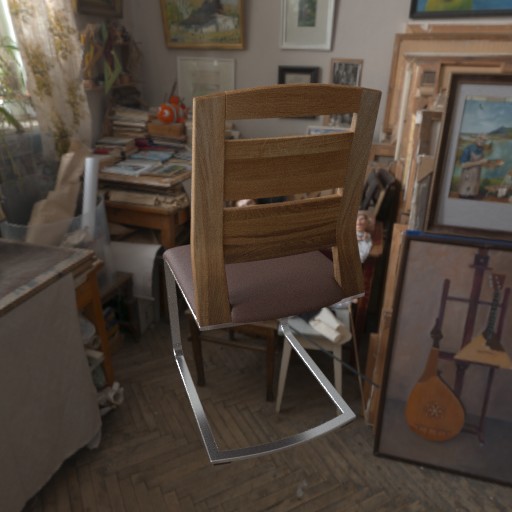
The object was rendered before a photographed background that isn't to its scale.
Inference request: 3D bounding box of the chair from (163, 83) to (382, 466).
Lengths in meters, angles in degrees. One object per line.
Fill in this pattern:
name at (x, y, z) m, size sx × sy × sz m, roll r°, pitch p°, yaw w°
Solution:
chair at (0.000, 0.000, 1.288) m, size 0.460 × 0.970 × 0.570 m, roll -9°, pitch 27°, yaw -19°
